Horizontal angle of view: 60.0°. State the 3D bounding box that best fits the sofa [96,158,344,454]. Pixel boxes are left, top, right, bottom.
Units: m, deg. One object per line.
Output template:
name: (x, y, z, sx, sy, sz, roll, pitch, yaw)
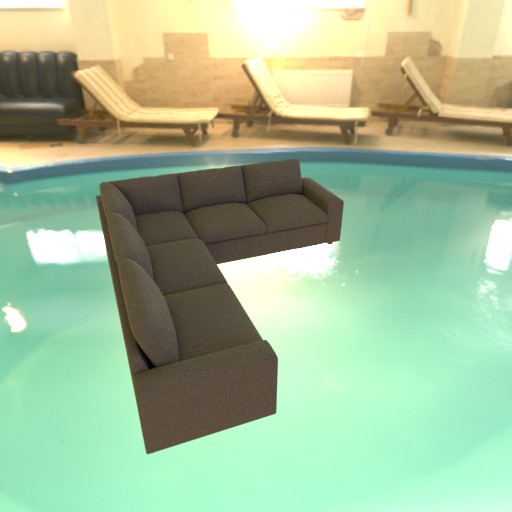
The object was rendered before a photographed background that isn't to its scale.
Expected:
sofa: (0.000, 0.000, 4.633, 2.895, 0.965, 3.277, -11, 31, -18)
